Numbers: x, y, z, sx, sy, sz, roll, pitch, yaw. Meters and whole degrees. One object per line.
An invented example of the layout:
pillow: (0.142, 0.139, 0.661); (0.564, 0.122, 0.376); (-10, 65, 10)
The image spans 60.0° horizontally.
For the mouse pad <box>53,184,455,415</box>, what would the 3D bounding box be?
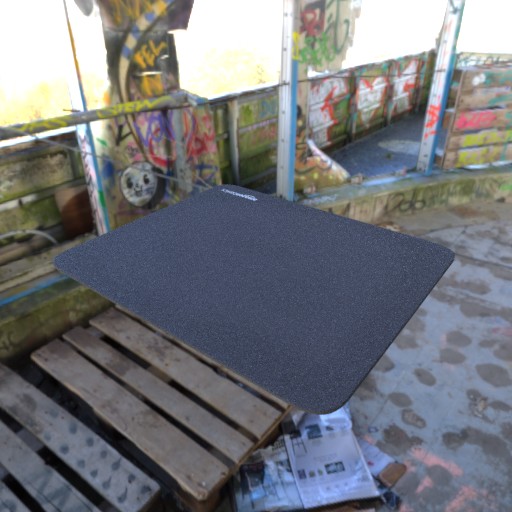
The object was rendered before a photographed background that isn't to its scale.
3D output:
mouse pad: (0.000, 0.000, 0.346); (0.249, 0.002, 0.211); (21, 36, 32)
